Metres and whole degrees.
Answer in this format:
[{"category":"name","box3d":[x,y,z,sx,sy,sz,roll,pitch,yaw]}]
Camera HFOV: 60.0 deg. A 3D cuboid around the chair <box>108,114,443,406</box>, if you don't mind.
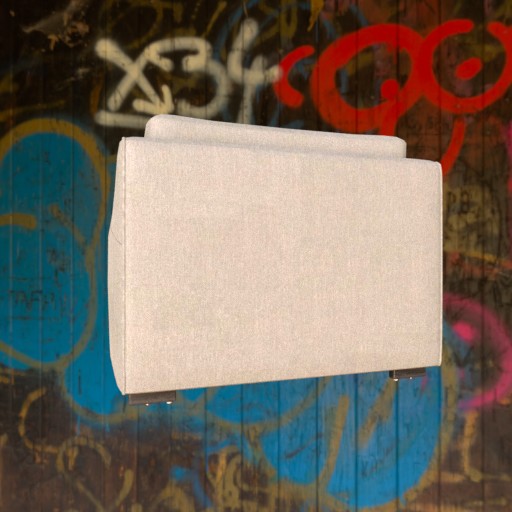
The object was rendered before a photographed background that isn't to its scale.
[{"category":"chair","box3d":[0.000,0.000,2.008,1.270,0.974,1.043,0,0,-18]}]
